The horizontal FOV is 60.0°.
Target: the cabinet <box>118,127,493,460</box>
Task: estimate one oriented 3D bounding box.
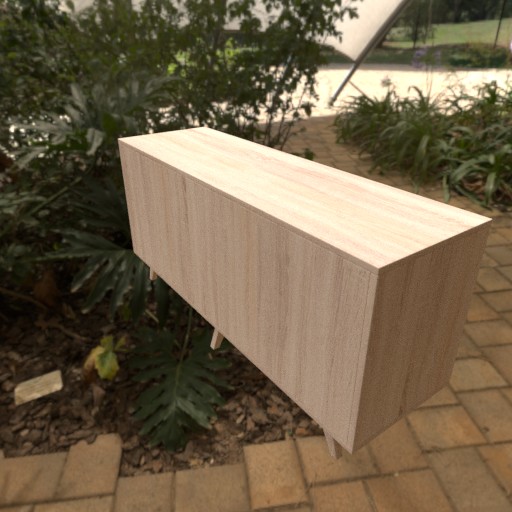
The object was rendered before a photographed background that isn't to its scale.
[{"bbox_3d":[0.000,0.000,1.928,0.500,0.780,1.650,-19,33,-32],"label":"cabinet"}]
